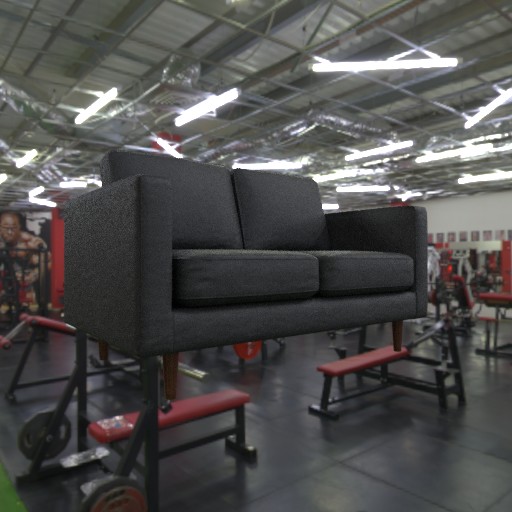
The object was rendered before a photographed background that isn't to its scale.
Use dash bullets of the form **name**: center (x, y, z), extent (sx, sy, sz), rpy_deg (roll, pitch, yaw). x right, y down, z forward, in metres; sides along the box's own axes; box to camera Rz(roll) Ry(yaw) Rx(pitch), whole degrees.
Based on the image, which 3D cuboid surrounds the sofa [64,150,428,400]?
- **sofa**: center (0.000, 0.000, 2.000), extent (1.430, 0.899, 0.879), rpy_deg (0, 0, -37)
